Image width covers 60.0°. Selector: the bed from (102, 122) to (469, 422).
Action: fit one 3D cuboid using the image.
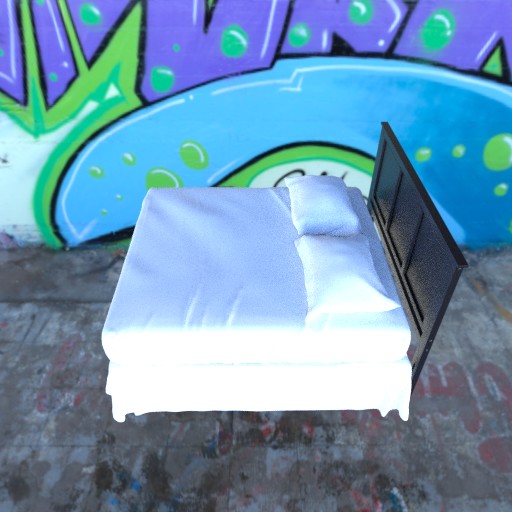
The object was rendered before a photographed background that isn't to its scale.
[{"bbox_3d":[0.000,0.000,3.156,2.050,1.270,1.870,0,40,0],"label":"bed"}]
